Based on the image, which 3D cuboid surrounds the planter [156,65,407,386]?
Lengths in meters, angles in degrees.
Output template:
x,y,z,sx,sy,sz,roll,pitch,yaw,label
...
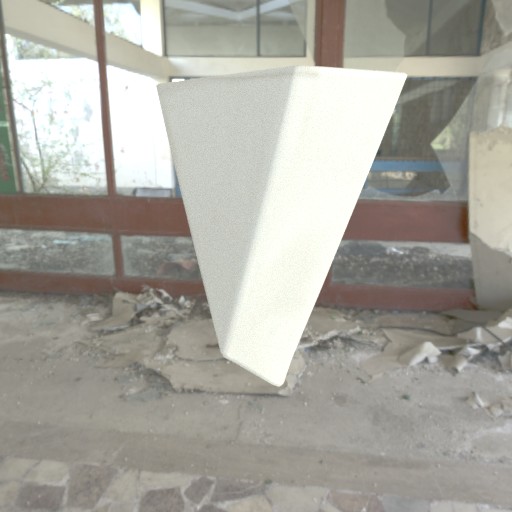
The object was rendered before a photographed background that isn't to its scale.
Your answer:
x,y,z,sx,sy,sz,roll,pitch,yaw,label
0.000,0.000,0.267,0.150,0.197,0.060,14,20,41,planter
